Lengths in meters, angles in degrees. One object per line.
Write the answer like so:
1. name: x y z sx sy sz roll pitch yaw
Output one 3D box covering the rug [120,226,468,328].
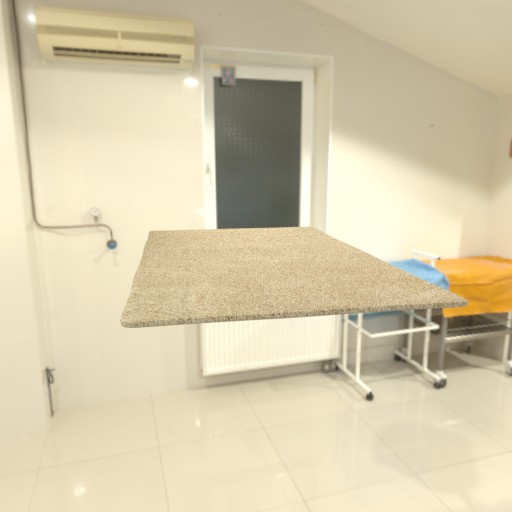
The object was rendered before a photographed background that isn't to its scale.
1. rug: 0.000 0.000 2.952 1.500 0.025 2.349 -2 12 -10
